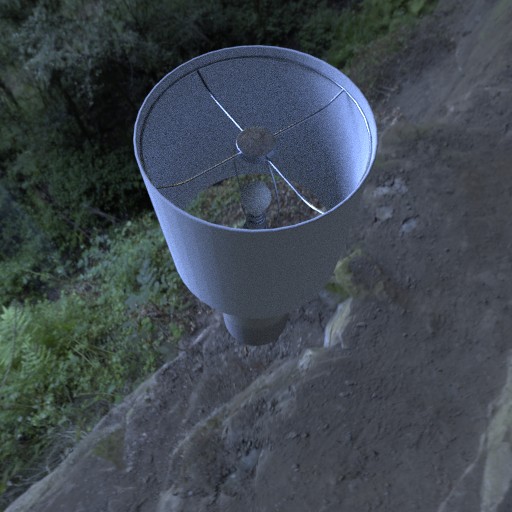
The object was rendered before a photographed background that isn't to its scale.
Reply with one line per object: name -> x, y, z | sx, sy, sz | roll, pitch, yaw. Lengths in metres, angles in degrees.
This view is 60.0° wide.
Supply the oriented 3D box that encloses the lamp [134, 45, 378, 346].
lamp -> 0.000, 0.000, 0.605 | 0.212, 0.493, 0.212 | -31, 67, -15
